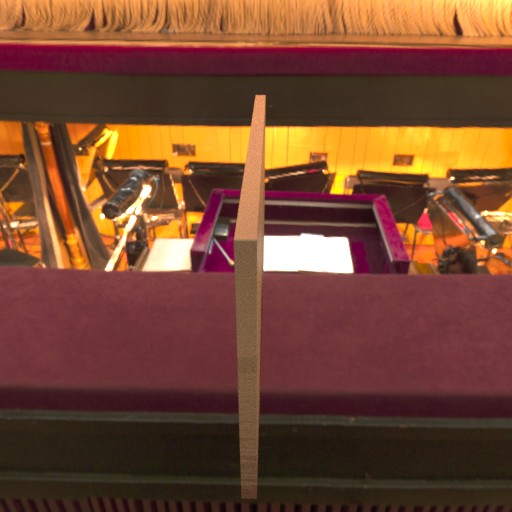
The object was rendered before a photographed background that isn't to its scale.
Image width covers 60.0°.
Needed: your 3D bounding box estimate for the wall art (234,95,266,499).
[{"bbox_3d":[0.000,0.000,0.766,0.021,0.410,0.615,1,31,2],"label":"wall art"}]
